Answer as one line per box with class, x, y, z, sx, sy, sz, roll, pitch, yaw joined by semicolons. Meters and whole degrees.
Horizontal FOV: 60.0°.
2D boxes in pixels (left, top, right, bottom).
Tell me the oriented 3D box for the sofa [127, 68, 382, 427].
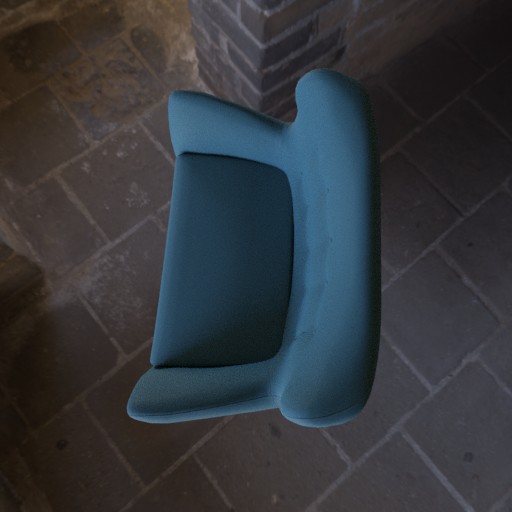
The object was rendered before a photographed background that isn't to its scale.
sofa;0.000;0.000;1.943;0.889;0.889;1.397;4;75;1
